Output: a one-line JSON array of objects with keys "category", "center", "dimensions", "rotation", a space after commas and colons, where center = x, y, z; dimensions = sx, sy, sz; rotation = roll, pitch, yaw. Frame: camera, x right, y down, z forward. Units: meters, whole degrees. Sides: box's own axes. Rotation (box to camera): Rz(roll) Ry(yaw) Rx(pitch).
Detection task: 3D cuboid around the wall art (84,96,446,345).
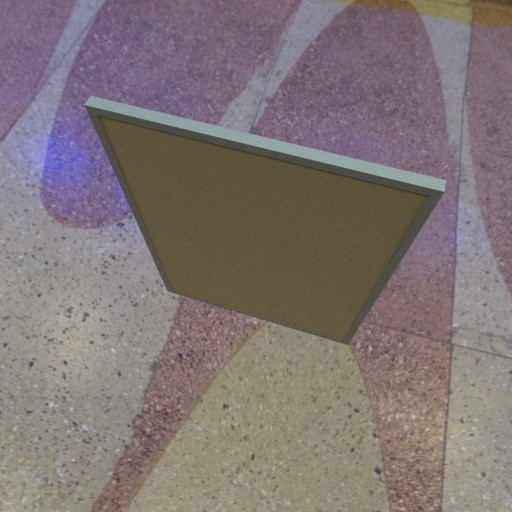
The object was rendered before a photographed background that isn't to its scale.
[{"category": "wall art", "center": [0.000, 0.000, 1.395], "dimensions": [0.789, 1.042, 0.034], "rotation": [15, 63, 8]}]
